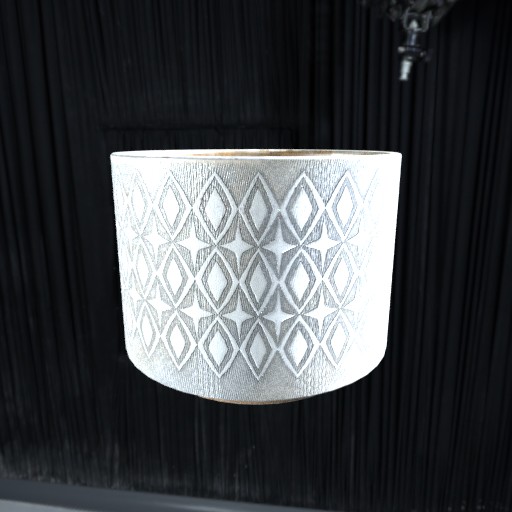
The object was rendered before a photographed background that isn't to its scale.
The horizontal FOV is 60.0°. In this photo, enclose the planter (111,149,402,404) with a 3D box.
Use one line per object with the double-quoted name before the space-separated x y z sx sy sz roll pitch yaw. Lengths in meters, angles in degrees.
"planter" 0.000 0.000 0.315 0.186 0.144 0.186 0 15 0
